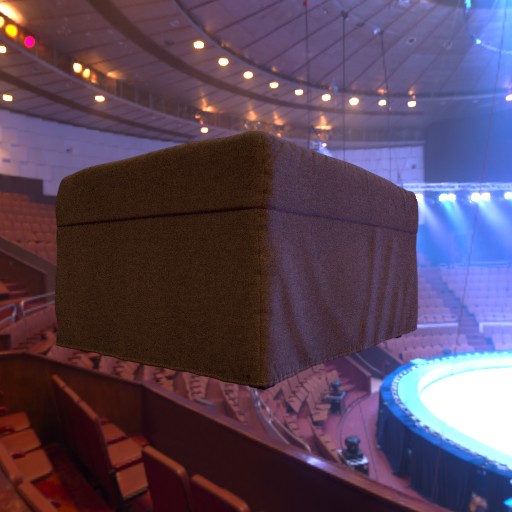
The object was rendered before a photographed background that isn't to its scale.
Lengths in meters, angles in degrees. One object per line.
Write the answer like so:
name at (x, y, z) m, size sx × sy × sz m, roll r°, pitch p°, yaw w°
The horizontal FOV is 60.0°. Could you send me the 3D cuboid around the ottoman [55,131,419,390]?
ottoman at (0.000, 0.000, 1.229) m, size 0.652 × 0.492 × 0.833 m, roll -1°, pitch -1°, yaw 37°
